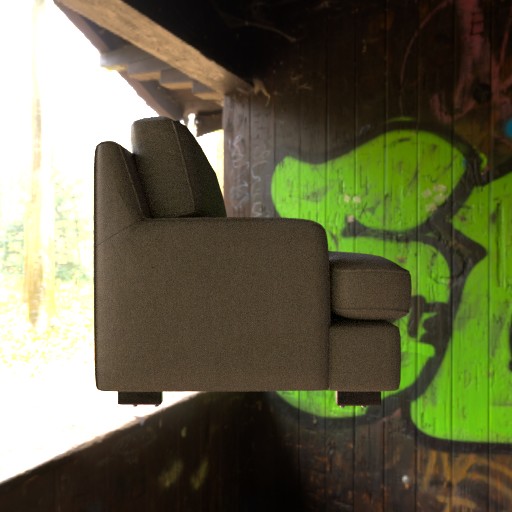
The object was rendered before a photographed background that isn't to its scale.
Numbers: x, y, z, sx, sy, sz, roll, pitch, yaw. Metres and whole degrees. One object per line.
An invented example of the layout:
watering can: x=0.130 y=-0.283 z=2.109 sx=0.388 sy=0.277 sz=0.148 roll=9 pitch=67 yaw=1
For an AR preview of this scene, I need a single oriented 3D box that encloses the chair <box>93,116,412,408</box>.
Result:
chair: x=0.000 y=0.000 z=1.992 sx=1.043 sy=0.974 sz=1.270 roll=0 pitch=0 yaw=1
